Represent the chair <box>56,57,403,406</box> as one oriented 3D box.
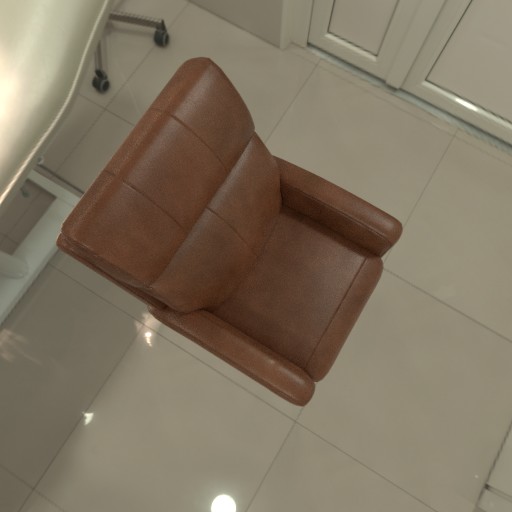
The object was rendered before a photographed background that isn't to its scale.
[{"bbox_3d":[0.000,0.000,1.674,0.939,1.016,0.787,31,78,7],"label":"chair"}]
